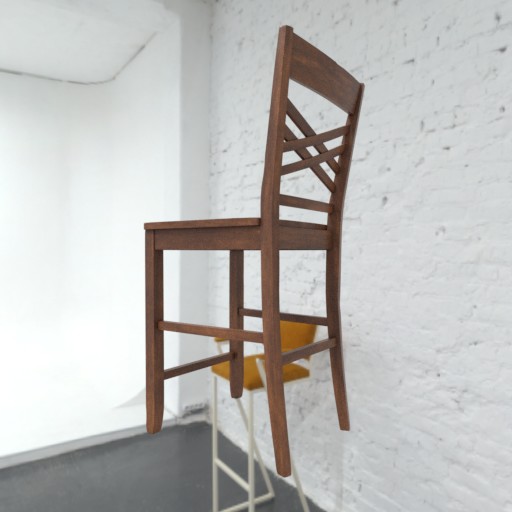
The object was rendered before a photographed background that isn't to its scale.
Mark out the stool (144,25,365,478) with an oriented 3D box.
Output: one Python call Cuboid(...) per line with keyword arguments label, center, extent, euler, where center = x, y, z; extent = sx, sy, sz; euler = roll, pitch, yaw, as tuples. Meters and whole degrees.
Cuboid(label="stool", center=(0.000, 0.000, 1.360), extent=(0.539, 1.079, 0.462), euler=(0, 0, 36))
